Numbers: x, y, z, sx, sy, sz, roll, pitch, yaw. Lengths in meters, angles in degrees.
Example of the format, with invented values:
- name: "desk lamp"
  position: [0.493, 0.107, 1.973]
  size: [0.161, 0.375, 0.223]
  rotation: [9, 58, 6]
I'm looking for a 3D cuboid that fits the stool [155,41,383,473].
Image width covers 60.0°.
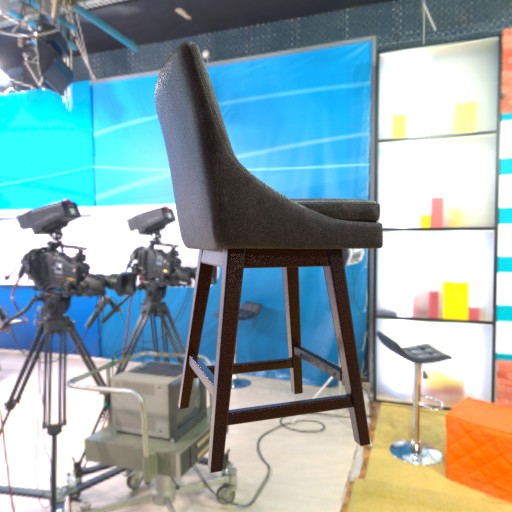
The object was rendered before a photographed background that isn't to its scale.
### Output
- name: "stool"
  position: [0.000, 0.000, 1.354]
  size: [0.587, 1.046, 0.492]
  rotation: [-1, 2, -20]
